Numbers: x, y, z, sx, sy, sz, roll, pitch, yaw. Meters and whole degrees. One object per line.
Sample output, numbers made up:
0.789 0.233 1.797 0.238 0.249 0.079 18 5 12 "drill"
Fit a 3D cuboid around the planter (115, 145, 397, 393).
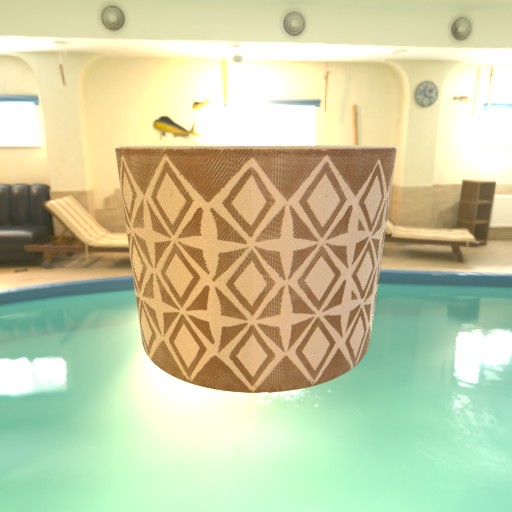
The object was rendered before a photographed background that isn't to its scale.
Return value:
0.000 0.000 0.454 0.260 0.220 0.260 0 14 0 "planter"
